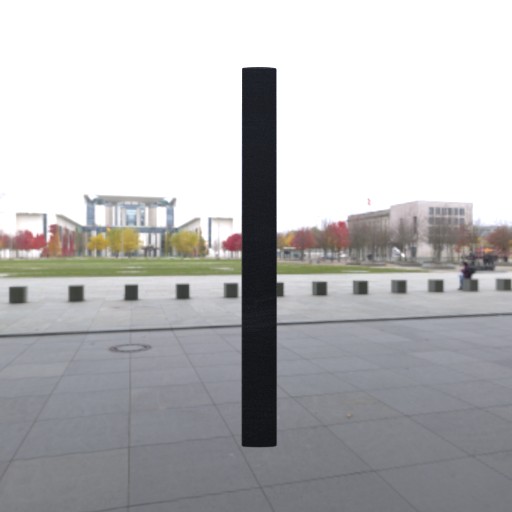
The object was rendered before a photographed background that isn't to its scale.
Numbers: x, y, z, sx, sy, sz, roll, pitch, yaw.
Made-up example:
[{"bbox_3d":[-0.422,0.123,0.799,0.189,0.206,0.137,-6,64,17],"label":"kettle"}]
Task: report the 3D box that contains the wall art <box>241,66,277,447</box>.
[{"bbox_3d":[0.000,0.000,0.779,0.038,0.409,0.610,0,0,-1],"label":"wall art"}]
